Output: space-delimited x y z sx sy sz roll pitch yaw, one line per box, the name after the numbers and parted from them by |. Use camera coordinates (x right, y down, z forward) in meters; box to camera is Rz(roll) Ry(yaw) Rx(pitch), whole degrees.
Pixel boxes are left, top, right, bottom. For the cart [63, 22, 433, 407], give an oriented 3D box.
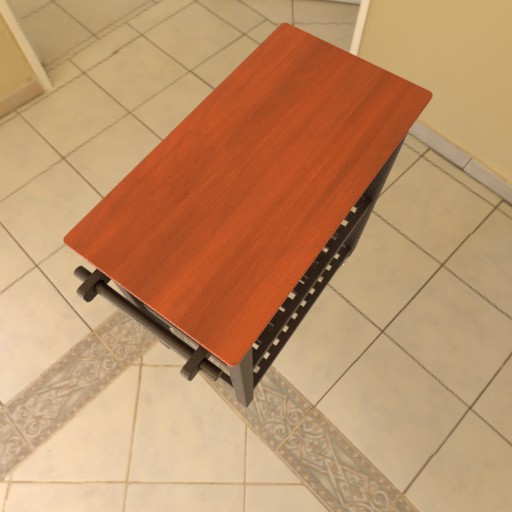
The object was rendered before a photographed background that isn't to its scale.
0.000 0.000 1.429 0.457 0.927 0.899 33 69 14 | cart
